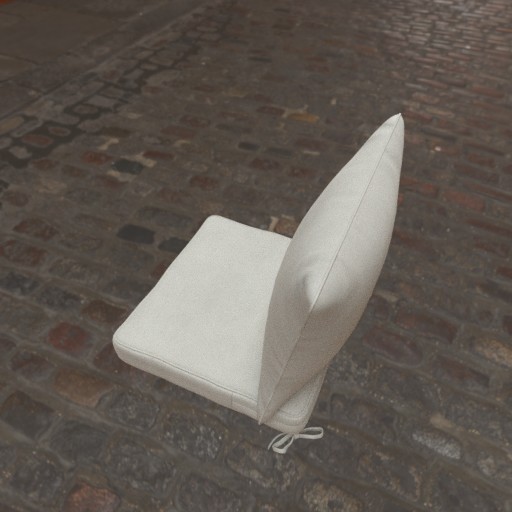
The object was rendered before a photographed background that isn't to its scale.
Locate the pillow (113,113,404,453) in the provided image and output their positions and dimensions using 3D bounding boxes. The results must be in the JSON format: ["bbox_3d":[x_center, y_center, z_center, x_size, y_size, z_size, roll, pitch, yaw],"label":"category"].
[{"bbox_3d":[0.000,0.000,1.353,0.733,0.716,0.798,18,48,17],"label":"pillow"}]
